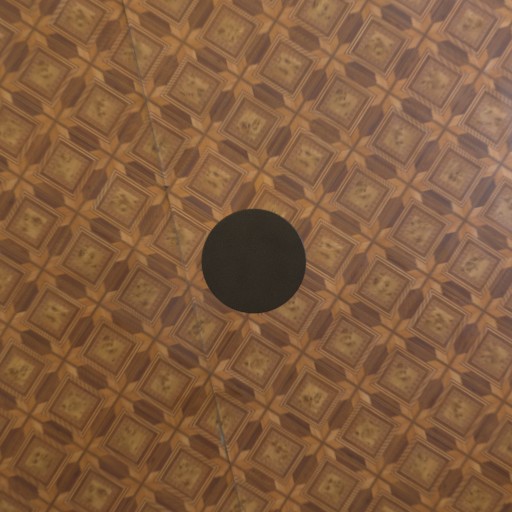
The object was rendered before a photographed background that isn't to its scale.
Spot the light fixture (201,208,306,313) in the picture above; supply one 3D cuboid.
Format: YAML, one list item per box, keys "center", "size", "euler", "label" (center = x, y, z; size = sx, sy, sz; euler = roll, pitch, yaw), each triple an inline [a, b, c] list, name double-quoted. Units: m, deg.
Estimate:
- center: [0.000, 0.000, 1.219]
  size: [0.304, 1.090, 0.304]
  euler: [0, 91, 0]
  label: "light fixture"
